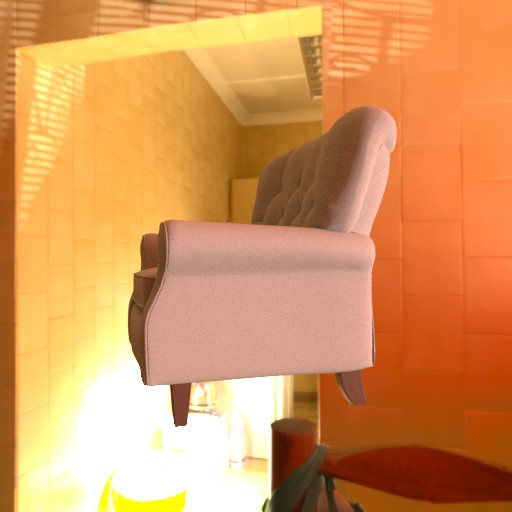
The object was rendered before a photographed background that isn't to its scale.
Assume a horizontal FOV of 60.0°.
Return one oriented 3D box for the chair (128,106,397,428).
[{"bbox_3d":[0.000,0.000,2.082,1.128,1.217,1.090,0,-1,-19],"label":"chair"}]
